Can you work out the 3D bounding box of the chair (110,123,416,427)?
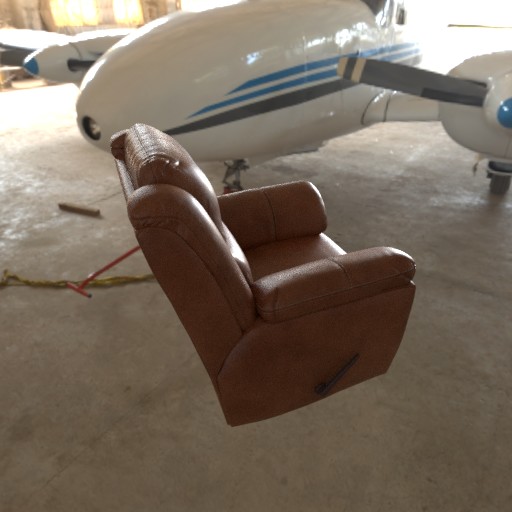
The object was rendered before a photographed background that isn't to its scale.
[{"bbox_3d":[0.000,0.000,1.929,1.041,1.093,0.990,-10,31,-17],"label":"chair"}]
